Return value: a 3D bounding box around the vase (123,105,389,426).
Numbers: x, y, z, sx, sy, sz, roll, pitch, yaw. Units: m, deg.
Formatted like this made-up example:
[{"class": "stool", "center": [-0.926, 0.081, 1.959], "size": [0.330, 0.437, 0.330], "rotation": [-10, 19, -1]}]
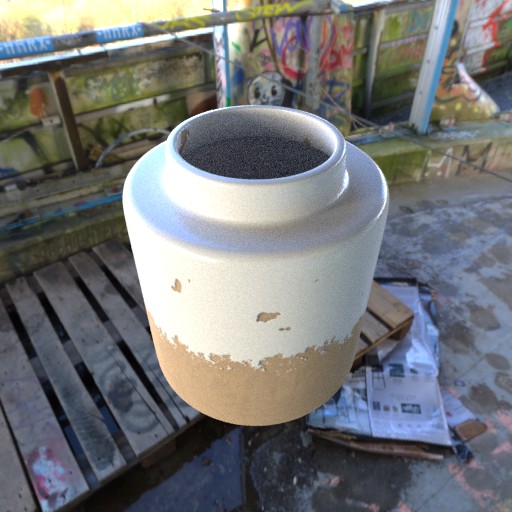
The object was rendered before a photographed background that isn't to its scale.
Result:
[{"class": "vase", "center": [0.000, 0.000, 0.294], "size": [0.153, 0.167, 0.153], "rotation": [0, 40, 0]}]
